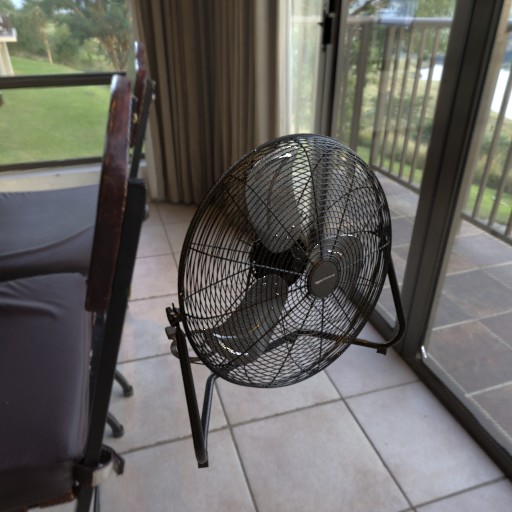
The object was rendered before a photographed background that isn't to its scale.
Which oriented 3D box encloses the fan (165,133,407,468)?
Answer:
[{"bbox_3d":[0.000,0.000,0.931,0.555,0.546,0.424,-20,35,-31],"label":"fan"}]
